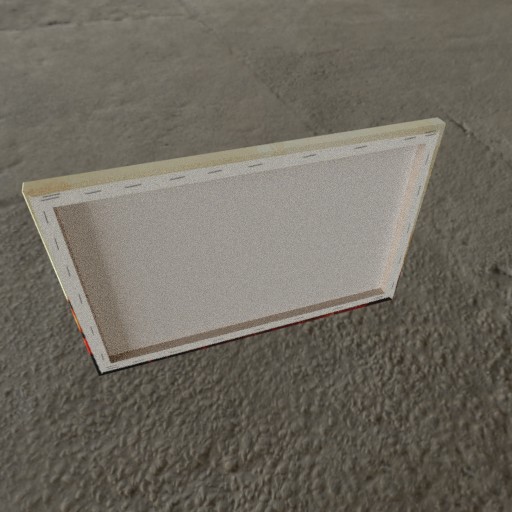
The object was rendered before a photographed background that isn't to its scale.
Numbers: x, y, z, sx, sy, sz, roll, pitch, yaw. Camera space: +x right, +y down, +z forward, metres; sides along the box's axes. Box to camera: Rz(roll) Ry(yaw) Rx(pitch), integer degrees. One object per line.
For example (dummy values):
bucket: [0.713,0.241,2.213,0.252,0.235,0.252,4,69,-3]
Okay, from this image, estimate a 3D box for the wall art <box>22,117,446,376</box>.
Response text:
wall art: [0.000,0.000,1.134,0.918,0.602,0.038,-12,43,-13]
